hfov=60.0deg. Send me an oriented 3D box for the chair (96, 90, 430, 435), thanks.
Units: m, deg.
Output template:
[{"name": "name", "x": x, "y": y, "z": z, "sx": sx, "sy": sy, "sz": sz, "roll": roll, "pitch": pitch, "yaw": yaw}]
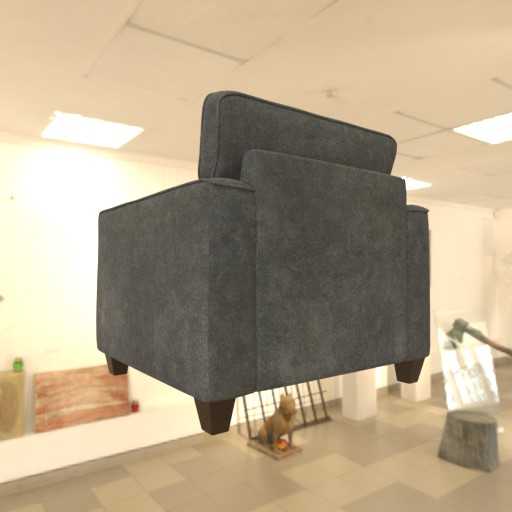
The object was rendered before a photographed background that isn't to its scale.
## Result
[{"name": "chair", "x": 0.000, "y": 0.000, "z": 1.771, "sx": 1.015, "sy": 0.965, "sz": 0.939, "roll": 1, "pitch": -2, "yaw": -36}]
